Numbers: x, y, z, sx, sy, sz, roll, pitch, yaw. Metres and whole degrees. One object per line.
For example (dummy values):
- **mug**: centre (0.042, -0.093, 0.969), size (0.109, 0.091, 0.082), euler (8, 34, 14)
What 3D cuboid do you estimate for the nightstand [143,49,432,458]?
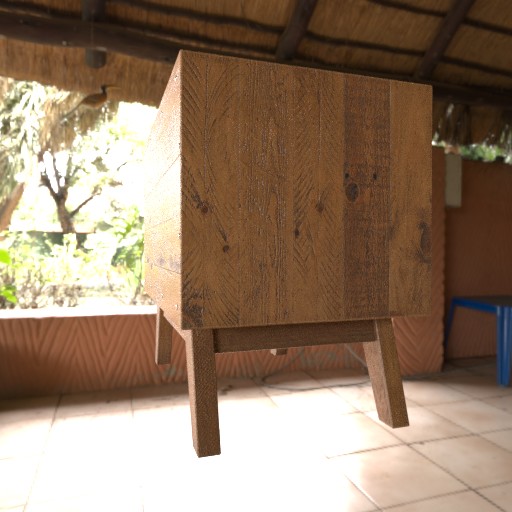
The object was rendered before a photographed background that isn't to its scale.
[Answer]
- **nightstand**: centre (0.000, 0.000, 1.013), size (0.450, 0.599, 0.650), euler (0, 1, -19)
